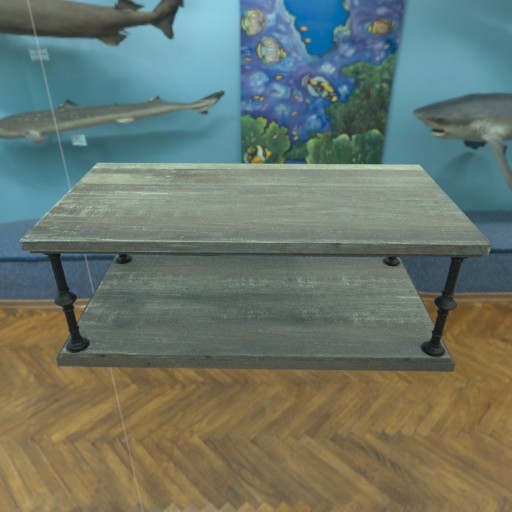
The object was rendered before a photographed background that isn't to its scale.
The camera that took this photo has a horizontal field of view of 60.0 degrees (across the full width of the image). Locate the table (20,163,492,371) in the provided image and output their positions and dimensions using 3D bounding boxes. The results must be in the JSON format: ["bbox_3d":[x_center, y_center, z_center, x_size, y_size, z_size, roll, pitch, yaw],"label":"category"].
[{"bbox_3d":[0.000,0.000,1.359,1.088,0.399,0.554,1,30,1],"label":"table"}]
